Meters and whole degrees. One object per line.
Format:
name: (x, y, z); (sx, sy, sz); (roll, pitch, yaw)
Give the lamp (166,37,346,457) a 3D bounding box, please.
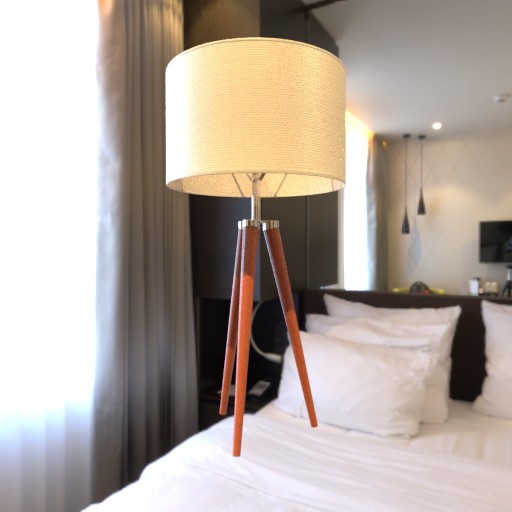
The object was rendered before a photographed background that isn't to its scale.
lamp: (0.000, 0.000, 0.896); (0.354, 0.709, 0.355); (0, 1, 0)
